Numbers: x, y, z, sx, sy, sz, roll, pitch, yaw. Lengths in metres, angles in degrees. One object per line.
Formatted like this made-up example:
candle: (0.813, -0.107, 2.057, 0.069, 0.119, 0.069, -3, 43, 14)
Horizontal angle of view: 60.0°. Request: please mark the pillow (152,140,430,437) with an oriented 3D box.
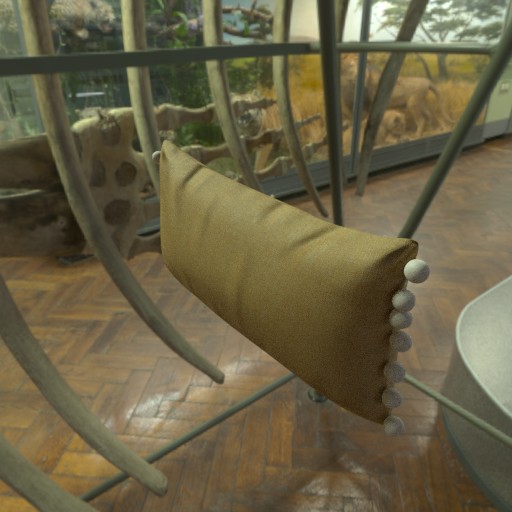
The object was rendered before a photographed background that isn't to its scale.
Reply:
pillow: (0.000, 0.000, 0.827, 0.201, 0.322, 0.709, -19, 32, -33)
